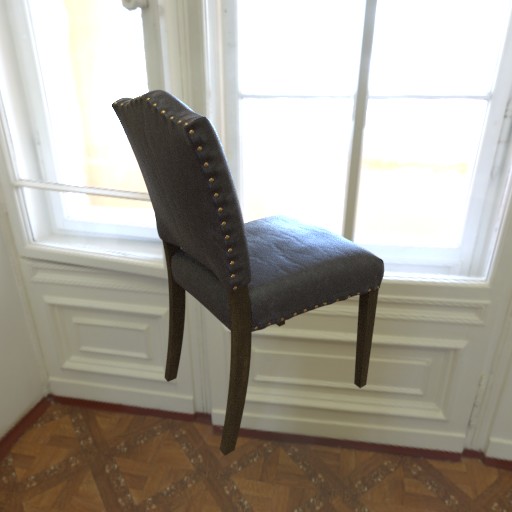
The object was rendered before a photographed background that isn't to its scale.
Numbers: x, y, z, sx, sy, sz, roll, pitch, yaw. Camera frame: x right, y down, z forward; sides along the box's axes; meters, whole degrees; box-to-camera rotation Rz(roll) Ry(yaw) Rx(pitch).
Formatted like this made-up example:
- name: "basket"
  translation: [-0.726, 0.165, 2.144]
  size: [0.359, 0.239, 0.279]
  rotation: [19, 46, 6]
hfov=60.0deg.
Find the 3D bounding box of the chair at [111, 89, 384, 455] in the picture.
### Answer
- name: "chair"
  translation: [0.000, 0.000, 1.364]
  size: [0.633, 0.991, 0.500]
  rotation: [-17, 31, -31]
